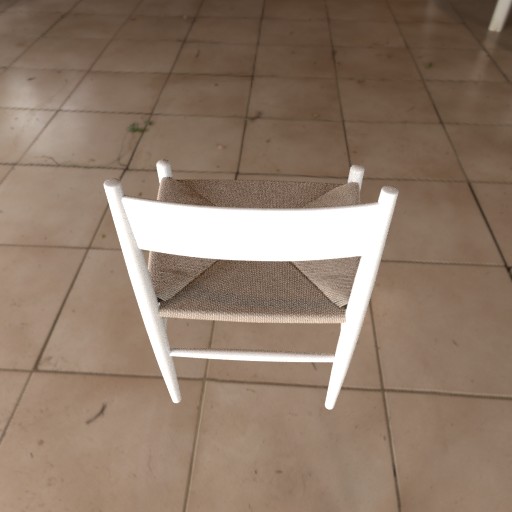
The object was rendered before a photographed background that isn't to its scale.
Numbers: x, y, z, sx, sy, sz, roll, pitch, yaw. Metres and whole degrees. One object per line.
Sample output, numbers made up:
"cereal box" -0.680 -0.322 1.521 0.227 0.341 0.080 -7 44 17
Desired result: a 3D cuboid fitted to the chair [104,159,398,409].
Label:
"chair" 0.000 0.000 1.100 0.556 0.762 0.495 2 46 2
